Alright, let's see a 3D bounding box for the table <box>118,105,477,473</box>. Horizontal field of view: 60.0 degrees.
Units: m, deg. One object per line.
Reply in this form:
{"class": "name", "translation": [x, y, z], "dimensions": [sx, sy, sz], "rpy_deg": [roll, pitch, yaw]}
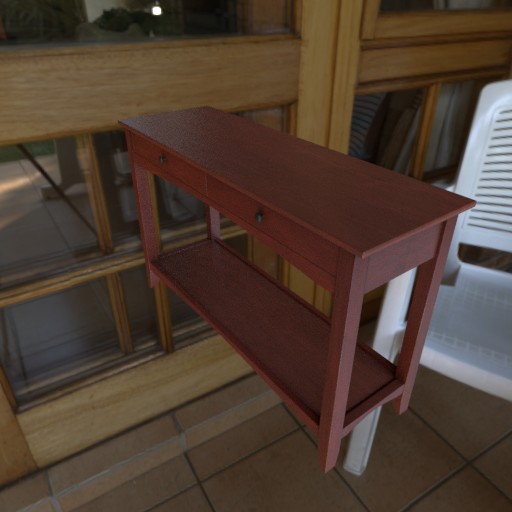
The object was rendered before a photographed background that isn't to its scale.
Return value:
{"class": "table", "translation": [0.000, 0.000, 1.524], "dimensions": [0.392, 0.739, 1.188], "rpy_deg": [-21, 37, -31]}
